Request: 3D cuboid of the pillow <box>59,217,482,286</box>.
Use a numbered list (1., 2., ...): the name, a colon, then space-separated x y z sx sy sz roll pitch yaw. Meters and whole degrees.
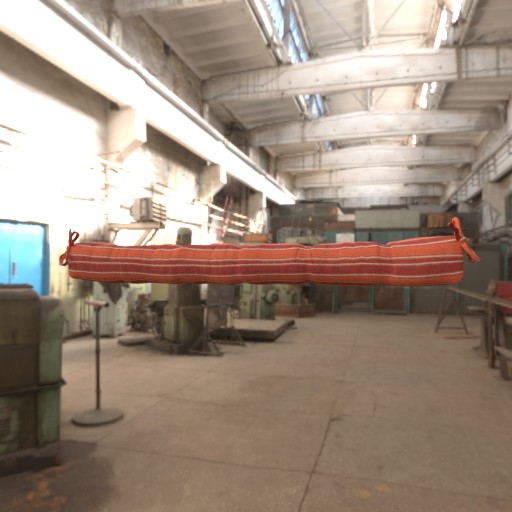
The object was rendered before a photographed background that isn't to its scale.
1. pillow: 0.000 0.000 1.365 1.194 0.174 0.511 0 -1 18
